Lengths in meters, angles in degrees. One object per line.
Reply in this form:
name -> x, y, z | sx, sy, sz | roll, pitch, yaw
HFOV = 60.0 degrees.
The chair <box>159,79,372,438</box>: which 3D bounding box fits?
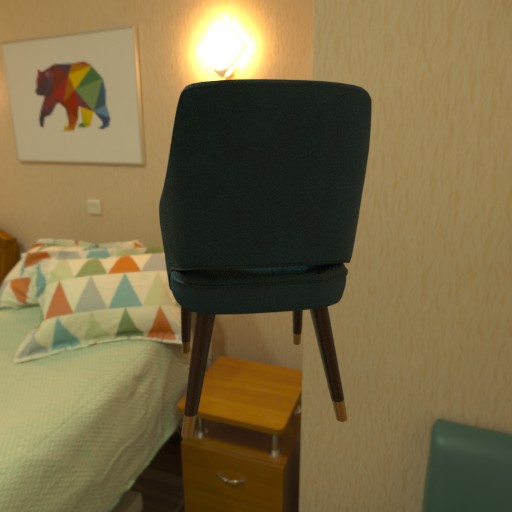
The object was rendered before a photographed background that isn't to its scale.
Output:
chair -> 0.000, 0.000, 1.577 | 0.683, 1.081, 0.794 | -2, 15, -9
